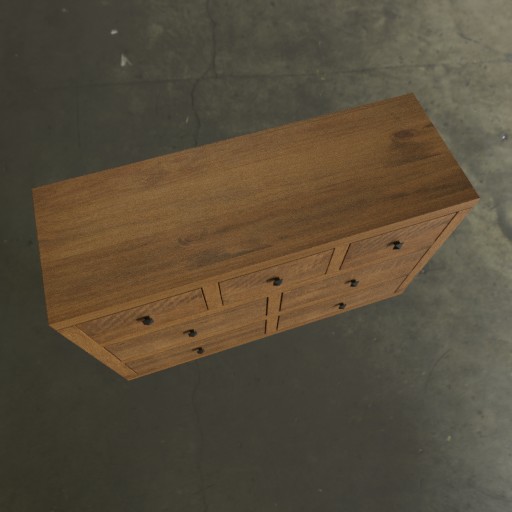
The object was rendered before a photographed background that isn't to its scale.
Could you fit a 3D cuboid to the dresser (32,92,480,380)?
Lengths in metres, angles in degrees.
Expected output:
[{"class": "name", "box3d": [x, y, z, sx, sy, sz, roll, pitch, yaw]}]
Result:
[{"class": "dresser", "box3d": [0.000, 0.000, 1.682, 1.261, 0.825, 0.479, -16, 65, -8]}]
